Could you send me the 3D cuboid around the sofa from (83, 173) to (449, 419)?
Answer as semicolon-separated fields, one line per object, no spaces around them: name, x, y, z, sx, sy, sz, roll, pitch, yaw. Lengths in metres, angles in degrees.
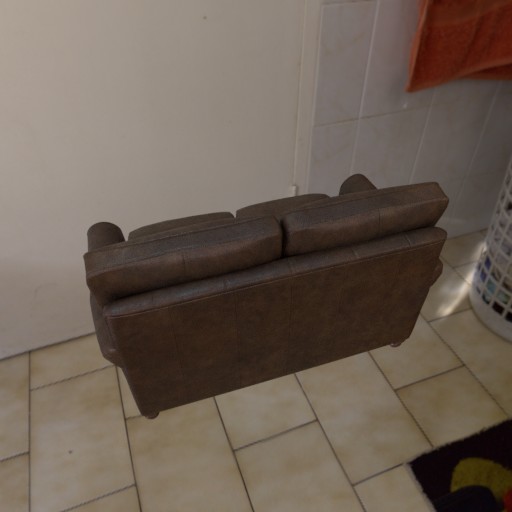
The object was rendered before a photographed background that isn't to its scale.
sofa;0.000;0.000;2.276;1.616;0.976;0.990;-13;44;-13
